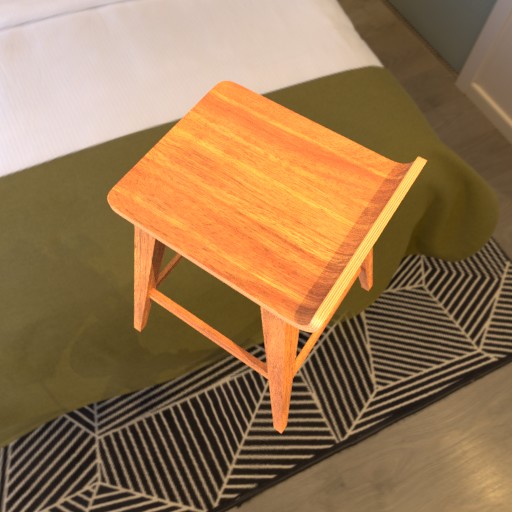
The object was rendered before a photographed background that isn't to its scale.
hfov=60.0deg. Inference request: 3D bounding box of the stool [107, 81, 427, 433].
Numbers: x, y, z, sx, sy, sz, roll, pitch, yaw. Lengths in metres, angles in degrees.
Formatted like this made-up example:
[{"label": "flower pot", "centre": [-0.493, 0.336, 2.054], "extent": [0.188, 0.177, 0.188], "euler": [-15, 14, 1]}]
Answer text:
[{"label": "stool", "centre": [0.000, 0.000, 1.002], "extent": [0.500, 0.650, 0.500], "euler": [31, 68, 15]}]
